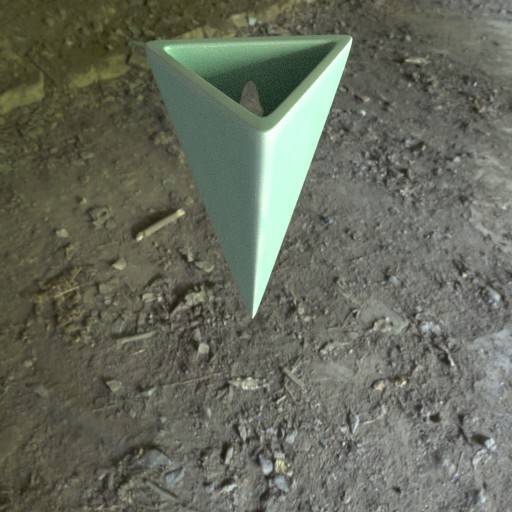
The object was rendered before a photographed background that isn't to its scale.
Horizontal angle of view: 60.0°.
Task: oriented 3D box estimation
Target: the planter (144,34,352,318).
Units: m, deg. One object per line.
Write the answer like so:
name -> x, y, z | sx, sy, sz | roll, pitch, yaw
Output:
planter -> 0.000, 0.000, 0.212 | 0.080, 0.178, 0.064 | -3, 45, -3
